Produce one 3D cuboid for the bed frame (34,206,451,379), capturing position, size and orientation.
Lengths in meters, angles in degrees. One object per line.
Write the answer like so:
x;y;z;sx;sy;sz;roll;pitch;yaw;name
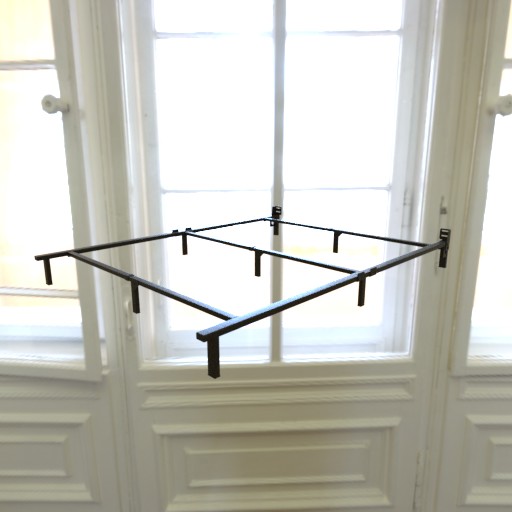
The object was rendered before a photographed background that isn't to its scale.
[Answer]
0.000;0.000;2.644;1.498;0.248;1.990;14;20;43;bed frame
